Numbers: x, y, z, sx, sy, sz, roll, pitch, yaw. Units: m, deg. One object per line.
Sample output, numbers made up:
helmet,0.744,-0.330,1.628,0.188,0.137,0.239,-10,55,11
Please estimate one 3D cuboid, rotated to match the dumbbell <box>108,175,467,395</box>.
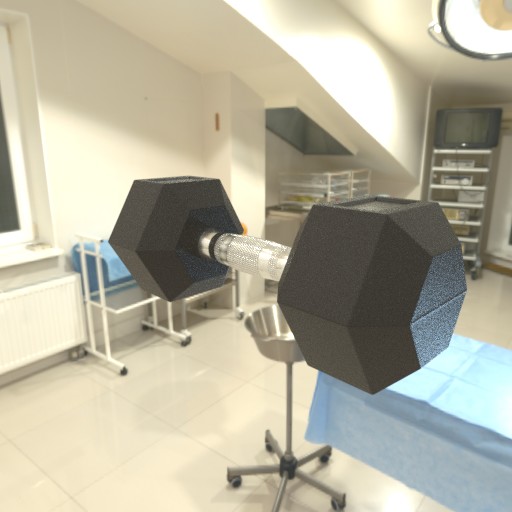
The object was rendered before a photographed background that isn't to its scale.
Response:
dumbbell,0.000,0.000,0.372,0.129,0.113,0.315,-15,21,-43
